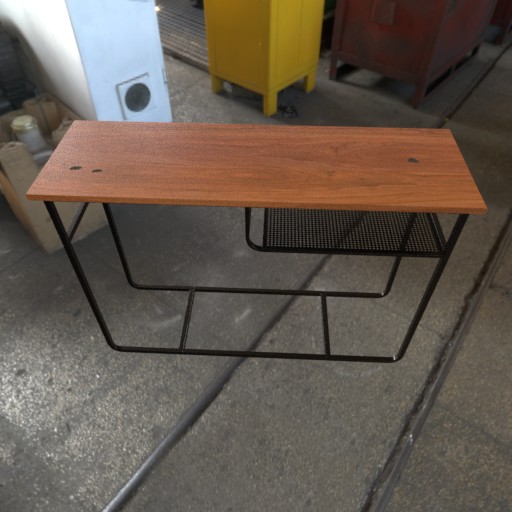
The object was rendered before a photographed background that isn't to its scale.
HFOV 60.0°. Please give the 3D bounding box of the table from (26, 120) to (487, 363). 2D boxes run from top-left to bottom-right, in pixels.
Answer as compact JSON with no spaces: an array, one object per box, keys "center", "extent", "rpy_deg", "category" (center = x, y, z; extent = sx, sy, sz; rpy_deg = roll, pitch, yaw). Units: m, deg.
[{"center":[0.000,0.000,1.447],"extent":[1.100,0.750,0.350],"rpy_deg":[2,47,2],"category":"table"}]
